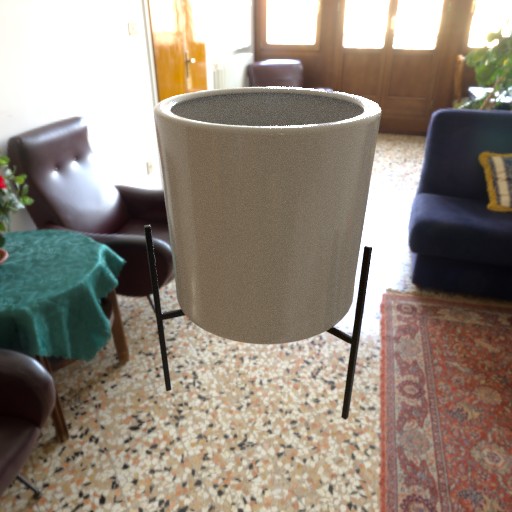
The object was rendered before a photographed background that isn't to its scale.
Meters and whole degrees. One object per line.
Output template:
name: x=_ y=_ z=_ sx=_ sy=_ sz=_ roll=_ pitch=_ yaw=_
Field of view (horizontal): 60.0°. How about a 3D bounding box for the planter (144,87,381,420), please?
planter: x=0.000 y=0.000 z=0.653 sx=0.308 sy=0.431 sz=0.307 roll=-10 pitch=31 yaw=-18
